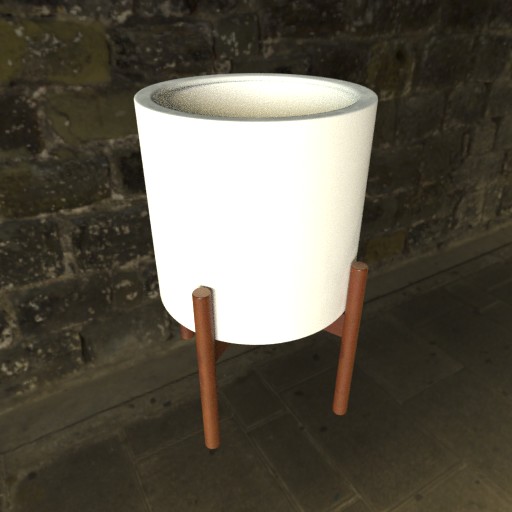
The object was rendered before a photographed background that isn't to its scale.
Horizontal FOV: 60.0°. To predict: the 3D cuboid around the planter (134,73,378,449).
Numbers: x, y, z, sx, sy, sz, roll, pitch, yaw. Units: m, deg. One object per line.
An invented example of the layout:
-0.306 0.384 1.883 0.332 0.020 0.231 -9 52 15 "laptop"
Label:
0.000 0.000 0.949 0.417 0.670 0.417 -8 32 -14 "planter"
